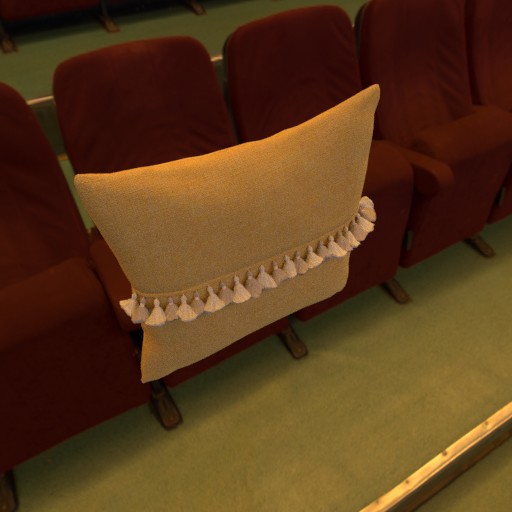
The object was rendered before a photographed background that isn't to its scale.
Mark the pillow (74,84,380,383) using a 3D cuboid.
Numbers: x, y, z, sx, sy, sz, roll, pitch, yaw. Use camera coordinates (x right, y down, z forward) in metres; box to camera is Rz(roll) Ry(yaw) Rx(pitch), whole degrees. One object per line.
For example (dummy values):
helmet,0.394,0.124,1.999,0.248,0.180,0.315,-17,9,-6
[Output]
pillow,0.000,0.000,0.753,0.485,0.481,0.167,-23,50,-21
